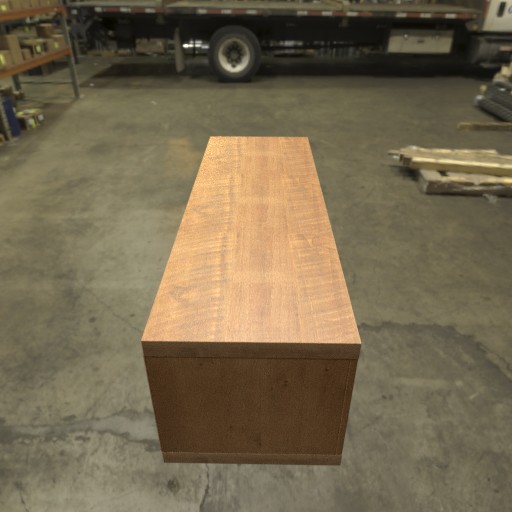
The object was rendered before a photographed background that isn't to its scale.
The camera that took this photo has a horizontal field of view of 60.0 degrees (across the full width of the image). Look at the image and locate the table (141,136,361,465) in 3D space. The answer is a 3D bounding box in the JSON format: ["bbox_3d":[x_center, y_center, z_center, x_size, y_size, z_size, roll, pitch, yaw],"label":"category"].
[{"bbox_3d":[0.000,0.000,1.760,0.499,0.491,1.499,1,32,1],"label":"table"}]
